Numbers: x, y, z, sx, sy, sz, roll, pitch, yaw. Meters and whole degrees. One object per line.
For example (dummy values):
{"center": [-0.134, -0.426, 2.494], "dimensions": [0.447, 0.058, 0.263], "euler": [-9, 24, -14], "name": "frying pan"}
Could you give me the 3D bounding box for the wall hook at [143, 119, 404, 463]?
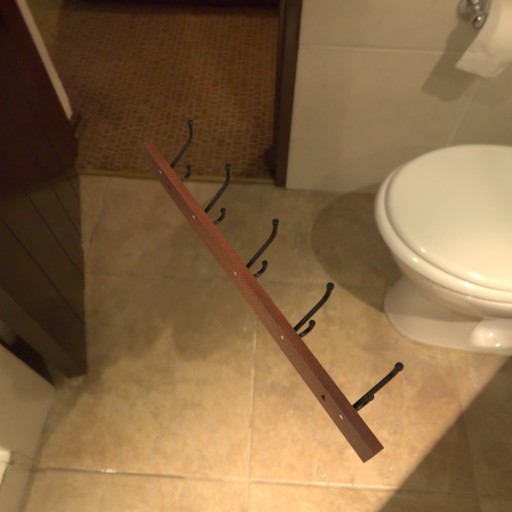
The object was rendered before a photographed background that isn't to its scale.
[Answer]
{"center": [0.000, 0.000, 0.620], "dimensions": [0.071, 0.117, 0.571], "euler": [-29, 62, -17], "name": "wall hook"}
